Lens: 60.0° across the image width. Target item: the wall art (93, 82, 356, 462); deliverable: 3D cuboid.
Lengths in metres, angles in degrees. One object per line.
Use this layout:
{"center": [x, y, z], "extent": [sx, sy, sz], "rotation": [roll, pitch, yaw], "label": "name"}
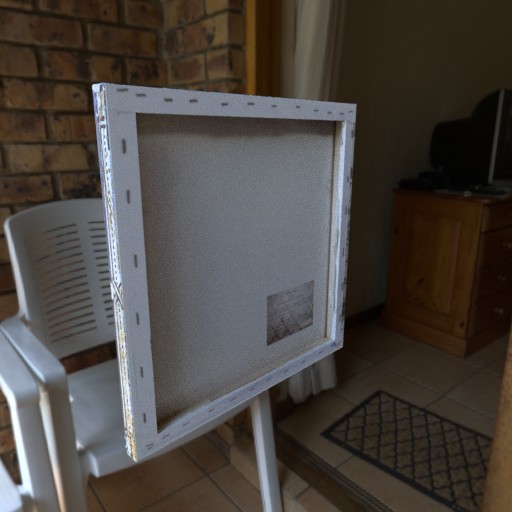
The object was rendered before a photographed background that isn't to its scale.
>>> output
{"center": [0.000, 0.000, 0.893], "extent": [0.609, 0.607, 0.036], "rotation": [-15, 21, -43], "label": "wall art"}
